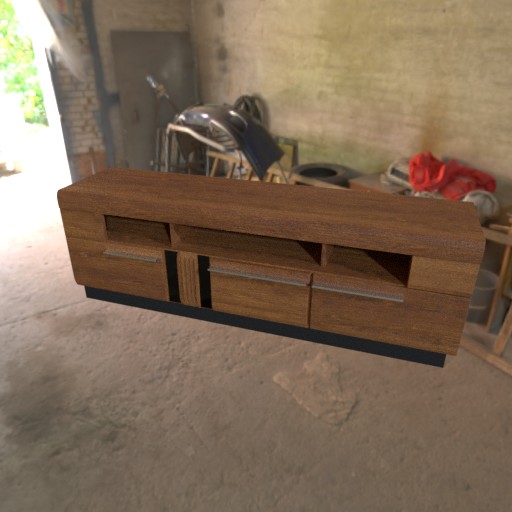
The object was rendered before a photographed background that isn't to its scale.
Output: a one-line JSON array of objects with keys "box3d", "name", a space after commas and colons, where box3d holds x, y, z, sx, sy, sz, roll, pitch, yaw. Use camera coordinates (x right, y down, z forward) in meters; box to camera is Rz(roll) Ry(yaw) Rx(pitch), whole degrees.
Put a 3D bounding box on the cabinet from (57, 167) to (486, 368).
[{"box3d": [0.000, 0.000, 1.844, 1.600, 0.510, 0.419, 8, 28, 16], "name": "cabinet"}]
